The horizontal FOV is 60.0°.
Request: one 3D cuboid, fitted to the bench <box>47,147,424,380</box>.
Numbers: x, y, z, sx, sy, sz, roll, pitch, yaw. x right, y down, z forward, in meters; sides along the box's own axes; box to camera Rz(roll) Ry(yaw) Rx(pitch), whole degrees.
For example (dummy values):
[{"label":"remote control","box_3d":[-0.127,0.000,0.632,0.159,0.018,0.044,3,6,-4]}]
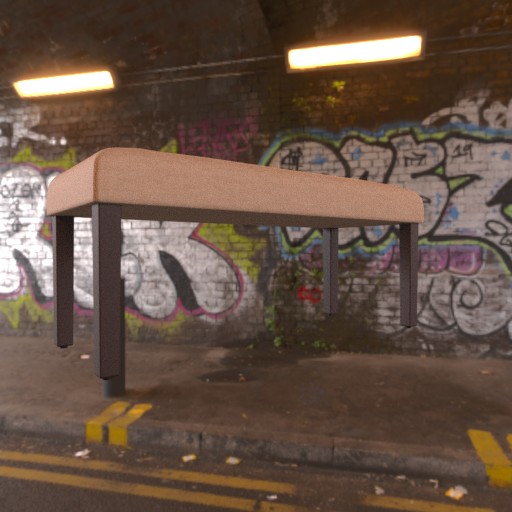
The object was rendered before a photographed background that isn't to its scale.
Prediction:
[{"label":"bench","box_3d":[0.000,0.000,1.251,1.013,0.456,0.407,0,1,-36]}]
